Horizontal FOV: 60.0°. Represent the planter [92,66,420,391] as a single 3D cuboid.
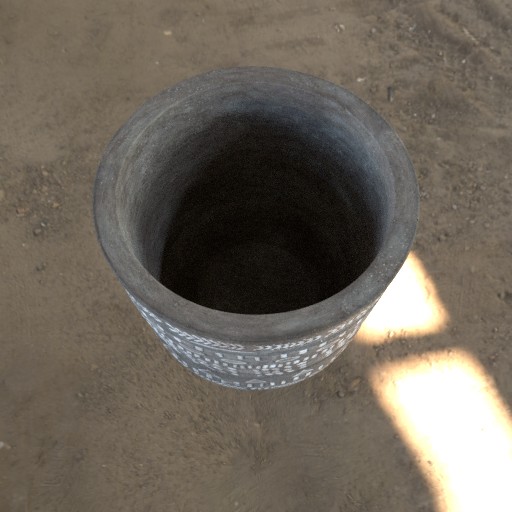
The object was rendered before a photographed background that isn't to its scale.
[{"bbox_3d":[0.000,0.000,0.221,0.122,0.128,0.122,0,64,0],"label":"planter"}]
